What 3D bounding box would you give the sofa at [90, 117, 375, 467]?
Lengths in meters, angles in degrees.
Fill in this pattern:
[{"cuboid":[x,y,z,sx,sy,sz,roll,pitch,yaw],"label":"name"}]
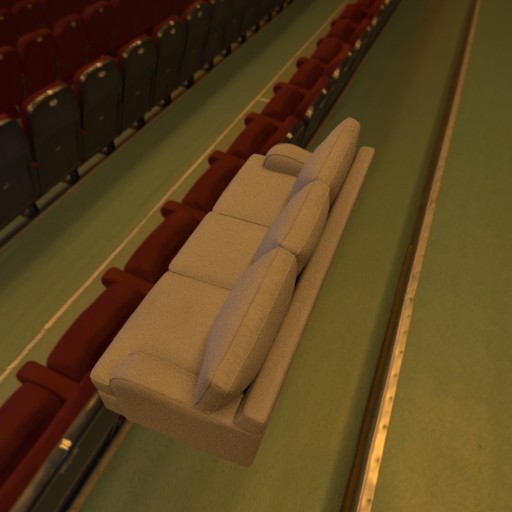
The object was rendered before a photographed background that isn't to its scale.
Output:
[{"cuboid":[0.000,0.000,2.931,1.016,0.991,2.323,16,48,15],"label":"sofa"}]
